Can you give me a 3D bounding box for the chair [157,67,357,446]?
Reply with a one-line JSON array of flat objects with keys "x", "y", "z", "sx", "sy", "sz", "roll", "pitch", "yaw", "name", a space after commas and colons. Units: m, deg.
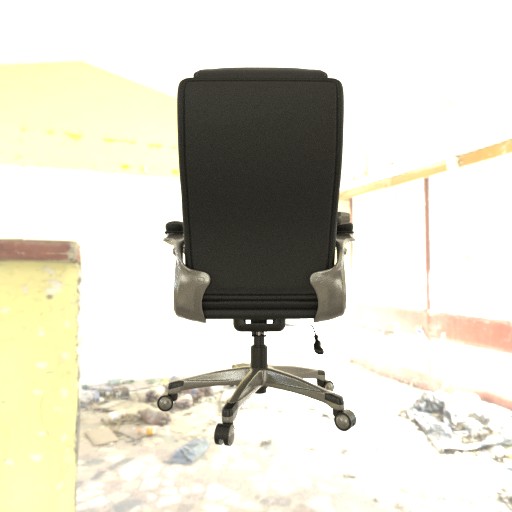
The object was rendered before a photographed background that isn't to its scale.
[{"x": 0.000, "y": 0.000, "z": 1.693, "sx": 0.741, "sy": 1.167, "sz": 0.784, "roll": 0, "pitch": -2, "yaw": 0, "name": "chair"}]
